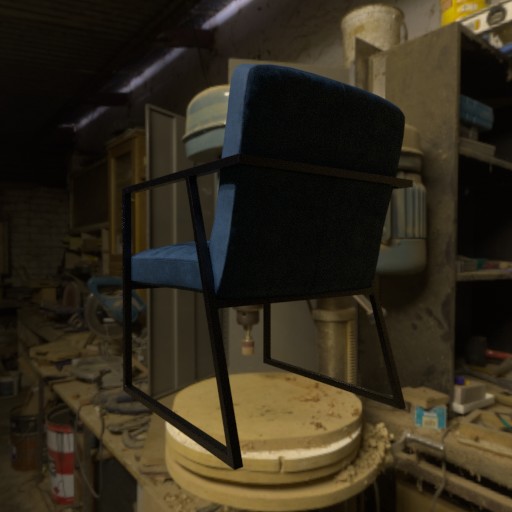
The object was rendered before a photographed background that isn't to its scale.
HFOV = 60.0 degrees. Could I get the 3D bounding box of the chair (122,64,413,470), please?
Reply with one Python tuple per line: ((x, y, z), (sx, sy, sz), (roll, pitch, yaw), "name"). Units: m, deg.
((0.000, 0.000, 1.287), (0.571, 0.833, 0.677), (-1, 1, -37), "chair")
